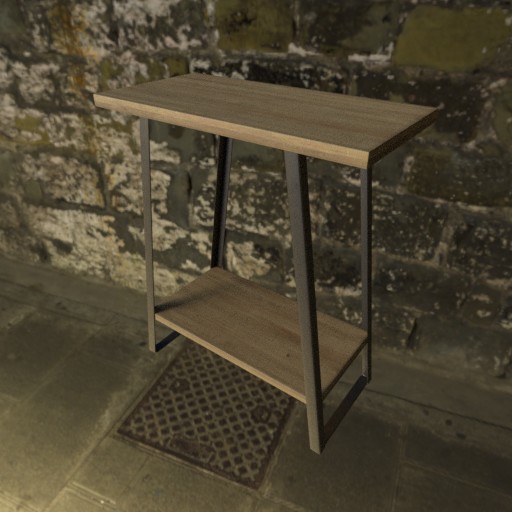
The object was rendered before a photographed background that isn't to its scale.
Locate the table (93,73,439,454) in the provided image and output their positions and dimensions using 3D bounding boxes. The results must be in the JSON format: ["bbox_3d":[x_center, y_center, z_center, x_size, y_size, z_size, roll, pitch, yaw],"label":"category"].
[{"bbox_3d":[0.000,0.000,1.032,0.599,0.701,0.300,21,38,30],"label":"table"}]
